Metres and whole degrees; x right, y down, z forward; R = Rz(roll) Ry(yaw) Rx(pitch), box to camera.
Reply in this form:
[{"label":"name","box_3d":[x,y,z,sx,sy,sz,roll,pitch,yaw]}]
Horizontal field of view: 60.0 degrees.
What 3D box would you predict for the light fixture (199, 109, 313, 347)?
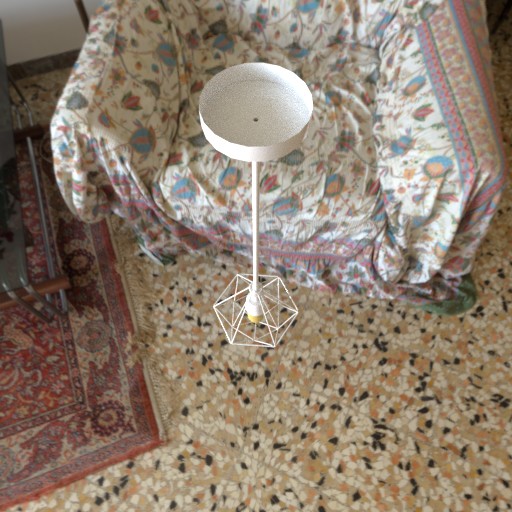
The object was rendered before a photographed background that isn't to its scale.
[{"label":"light fixture","box_3d":[0.000,0.000,1.930,0.431,1.764,0.487,31,67,15]}]
